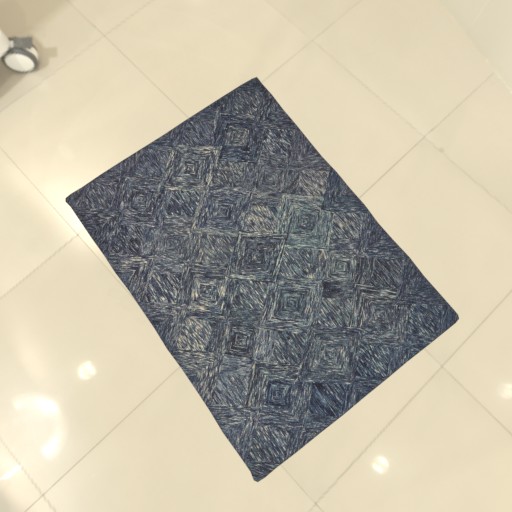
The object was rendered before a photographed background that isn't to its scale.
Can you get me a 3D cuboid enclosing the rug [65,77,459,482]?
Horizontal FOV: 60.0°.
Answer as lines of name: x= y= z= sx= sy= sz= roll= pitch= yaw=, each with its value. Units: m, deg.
rug: x=0.000 y=0.000 z=4.275 sx=2.385 sy=0.024 sz=3.245 roll=-36 pitch=78 yaw=-9
